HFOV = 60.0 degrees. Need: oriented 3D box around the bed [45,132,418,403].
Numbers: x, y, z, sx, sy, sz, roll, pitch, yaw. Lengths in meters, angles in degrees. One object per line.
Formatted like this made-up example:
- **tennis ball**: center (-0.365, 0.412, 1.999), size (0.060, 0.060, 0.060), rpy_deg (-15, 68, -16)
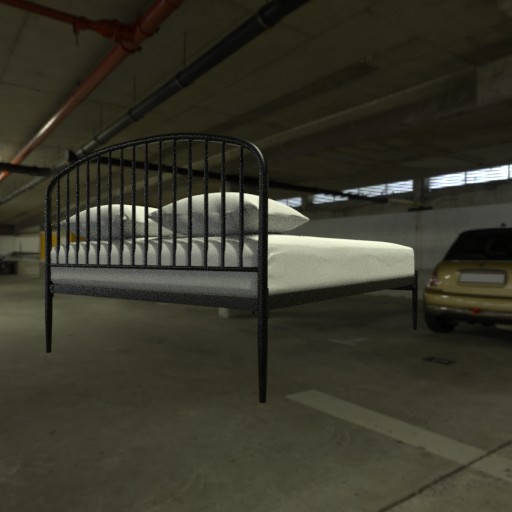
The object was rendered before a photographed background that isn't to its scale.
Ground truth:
- **bed**: center (0.000, 0.000, 3.088), size (1.618, 1.166, 2.159), rpy_deg (0, 0, 35)
